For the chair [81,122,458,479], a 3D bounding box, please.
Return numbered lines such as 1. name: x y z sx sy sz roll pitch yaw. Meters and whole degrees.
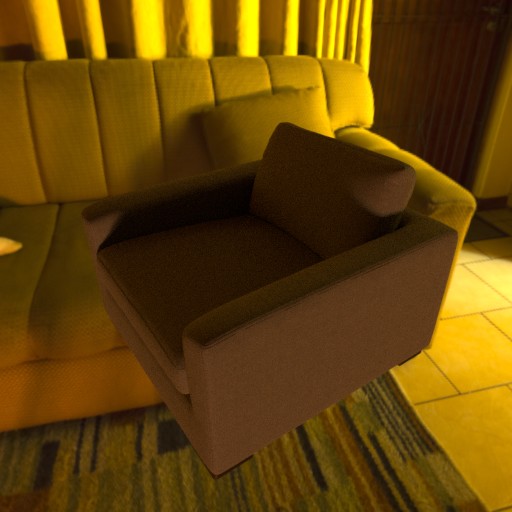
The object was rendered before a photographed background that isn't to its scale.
1. chair: 0.000 0.000 1.821 1.100 0.847 1.070 -19 36 -29
